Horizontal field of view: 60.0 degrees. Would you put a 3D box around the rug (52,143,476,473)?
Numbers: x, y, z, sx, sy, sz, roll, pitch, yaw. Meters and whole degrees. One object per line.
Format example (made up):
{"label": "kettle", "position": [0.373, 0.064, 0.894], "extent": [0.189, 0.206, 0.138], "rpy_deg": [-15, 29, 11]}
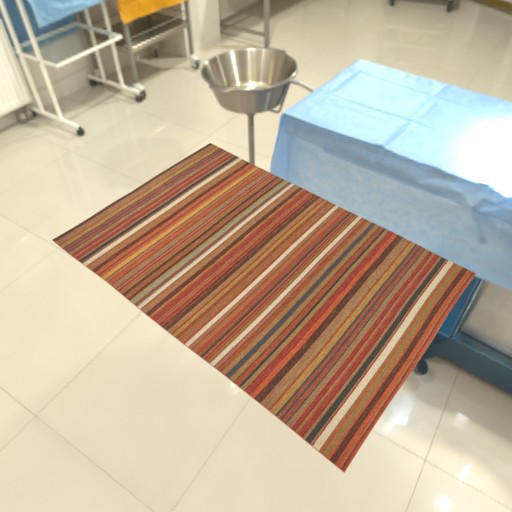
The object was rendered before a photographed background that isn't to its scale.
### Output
{"label": "rug", "position": [0.000, 0.000, 2.277], "extent": [1.828, 0.007, 1.217], "rpy_deg": [31, 54, 26]}
